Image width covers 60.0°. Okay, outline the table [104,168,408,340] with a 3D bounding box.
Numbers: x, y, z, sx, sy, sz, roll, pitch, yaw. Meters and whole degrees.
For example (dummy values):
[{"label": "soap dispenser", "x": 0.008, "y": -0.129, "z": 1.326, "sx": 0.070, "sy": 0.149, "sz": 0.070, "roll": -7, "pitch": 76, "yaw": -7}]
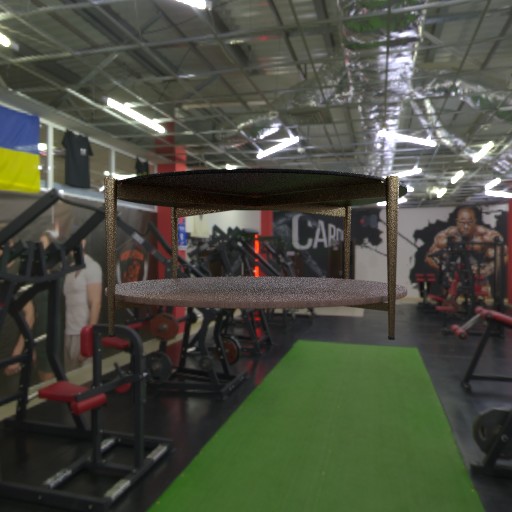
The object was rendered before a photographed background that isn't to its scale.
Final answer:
[{"label": "table", "x": 0.000, "y": 0.000, "z": 1.451, "sx": 0.938, "sy": 0.400, "sz": 0.938, "roll": 0, "pitch": 1, "yaw": 18}]
